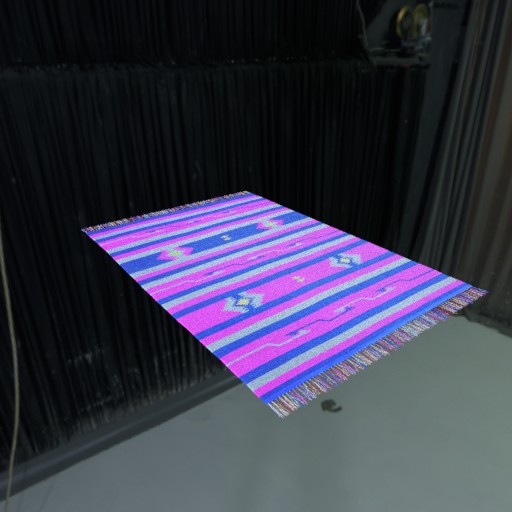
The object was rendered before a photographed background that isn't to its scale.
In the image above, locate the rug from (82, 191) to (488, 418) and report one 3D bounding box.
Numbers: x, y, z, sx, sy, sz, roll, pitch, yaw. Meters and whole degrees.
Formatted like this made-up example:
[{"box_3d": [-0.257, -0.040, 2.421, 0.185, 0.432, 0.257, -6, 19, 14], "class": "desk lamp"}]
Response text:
[{"box_3d": [0.000, 0.000, 2.918, 1.539, 0.013, 2.350, -19, 32, -33], "class": "rug"}]
